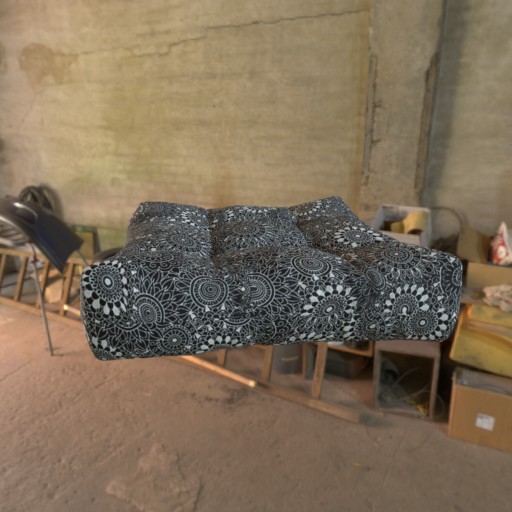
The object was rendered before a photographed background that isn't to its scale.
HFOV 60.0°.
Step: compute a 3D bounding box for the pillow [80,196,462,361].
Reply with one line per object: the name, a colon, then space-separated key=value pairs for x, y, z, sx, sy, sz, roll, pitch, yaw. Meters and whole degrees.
pillow: x=0.000 y=0.000 z=0.740 sx=0.468 sy=0.128 sz=0.490 roll=-2 pitch=17 yaw=-7
